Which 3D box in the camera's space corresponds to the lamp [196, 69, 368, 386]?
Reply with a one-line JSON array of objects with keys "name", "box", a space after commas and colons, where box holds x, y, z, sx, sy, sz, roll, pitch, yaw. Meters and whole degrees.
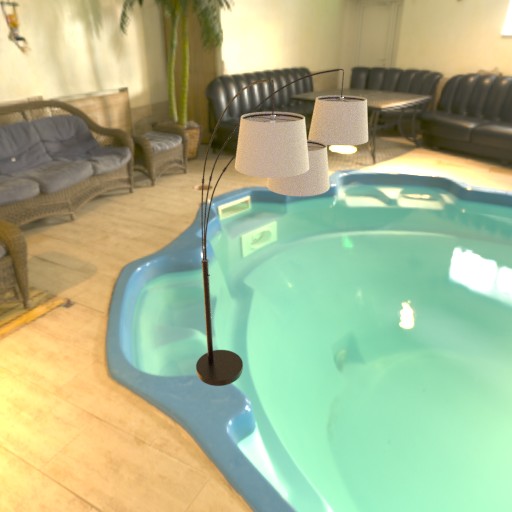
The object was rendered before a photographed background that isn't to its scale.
[{"name": "lamp", "box": [0.000, 0.000, 2.517, 0.924, 1.950, 0.951, 18, 32, 31]}]
